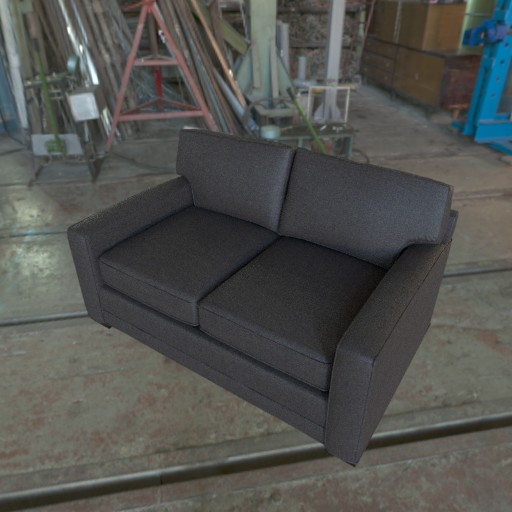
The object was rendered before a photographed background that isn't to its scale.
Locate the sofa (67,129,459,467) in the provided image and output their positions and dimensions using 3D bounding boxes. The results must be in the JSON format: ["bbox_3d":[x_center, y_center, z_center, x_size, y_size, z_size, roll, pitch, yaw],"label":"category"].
[{"bbox_3d":[0.000,0.000,2.112,1.534,0.887,0.974,20,37,29],"label":"sofa"}]
